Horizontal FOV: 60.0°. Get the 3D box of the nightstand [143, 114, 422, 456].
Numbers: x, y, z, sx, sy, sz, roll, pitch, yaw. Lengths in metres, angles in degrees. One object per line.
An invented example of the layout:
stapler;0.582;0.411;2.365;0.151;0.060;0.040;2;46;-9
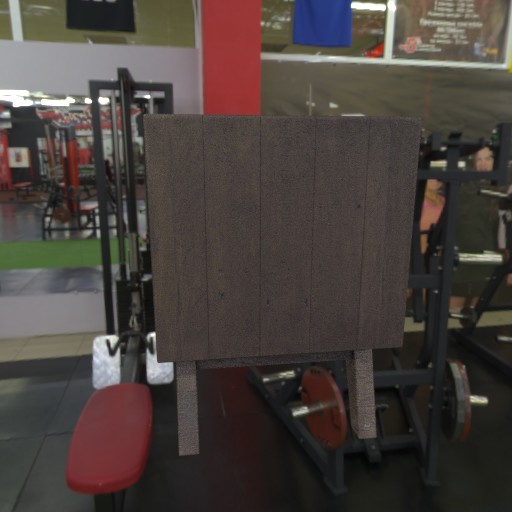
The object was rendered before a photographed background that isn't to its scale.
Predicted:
nightstand;0.000;0.000;1.063;0.450;0.599;0.650;-2;14;-8
